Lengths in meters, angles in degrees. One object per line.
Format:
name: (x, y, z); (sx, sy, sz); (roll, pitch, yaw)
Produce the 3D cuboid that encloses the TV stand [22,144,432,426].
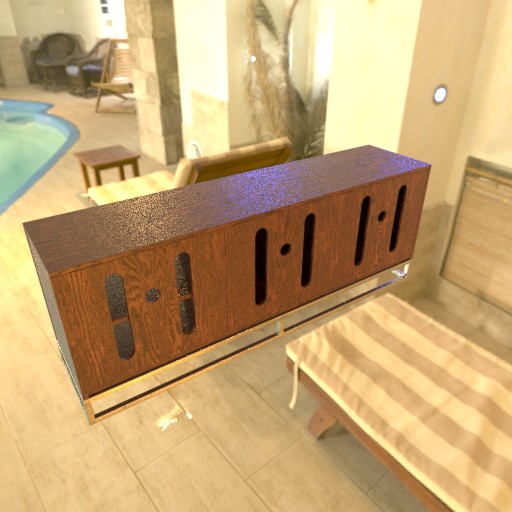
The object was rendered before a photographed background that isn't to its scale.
TV stand: (0.000, 0.000, 1.784); (1.541, 0.578, 0.382); (-19, 35, -29)
